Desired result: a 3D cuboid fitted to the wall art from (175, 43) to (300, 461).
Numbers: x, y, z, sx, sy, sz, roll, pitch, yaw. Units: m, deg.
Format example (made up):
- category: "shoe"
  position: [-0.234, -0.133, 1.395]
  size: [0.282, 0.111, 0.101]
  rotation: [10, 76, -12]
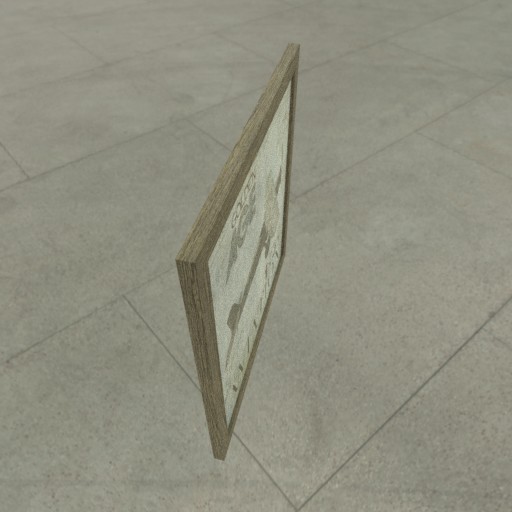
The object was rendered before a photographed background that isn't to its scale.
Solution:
- category: "wall art"
  position: [0.000, 0.000, 0.752]
  size: [0.019, 0.508, 0.508]
  rotation: [11, 48, 10]
